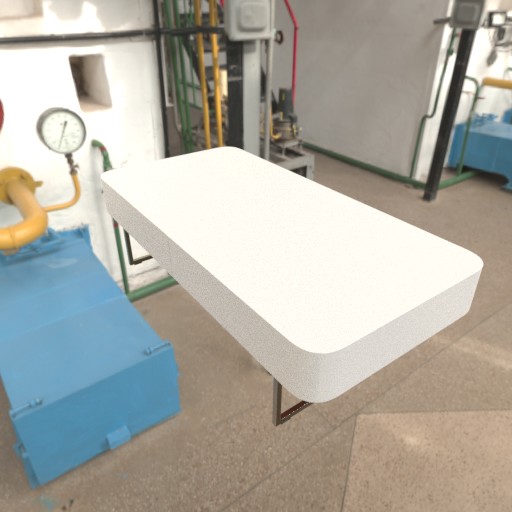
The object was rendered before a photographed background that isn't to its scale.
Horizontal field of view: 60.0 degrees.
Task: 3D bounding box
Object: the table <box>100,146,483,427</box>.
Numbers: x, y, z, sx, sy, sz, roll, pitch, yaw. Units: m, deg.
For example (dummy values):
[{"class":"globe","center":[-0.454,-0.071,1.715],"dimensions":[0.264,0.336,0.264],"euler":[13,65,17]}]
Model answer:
[{"class":"table","center":[0.000,0.000,1.459],"dimensions":[0.600,0.340,1.200],"euler":[-20,37,-30]}]
